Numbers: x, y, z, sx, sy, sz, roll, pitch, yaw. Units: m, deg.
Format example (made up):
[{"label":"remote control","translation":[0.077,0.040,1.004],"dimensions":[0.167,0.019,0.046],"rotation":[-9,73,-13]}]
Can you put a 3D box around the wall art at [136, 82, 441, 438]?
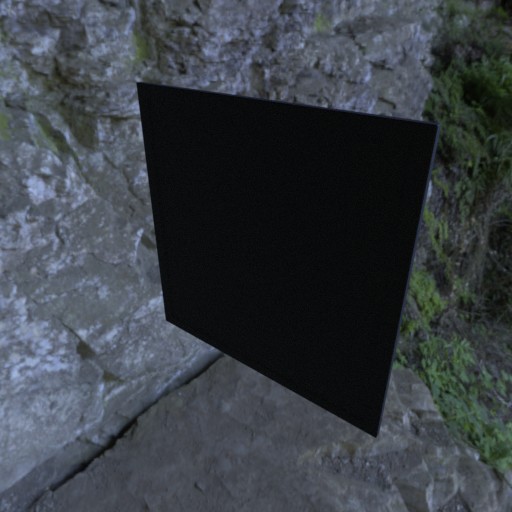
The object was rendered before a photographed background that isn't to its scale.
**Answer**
[{"label":"wall art","translation":[0.000,0.000,0.821],"dimensions":[0.562,0.558,0.012],"rotation":[21,35,33]}]
